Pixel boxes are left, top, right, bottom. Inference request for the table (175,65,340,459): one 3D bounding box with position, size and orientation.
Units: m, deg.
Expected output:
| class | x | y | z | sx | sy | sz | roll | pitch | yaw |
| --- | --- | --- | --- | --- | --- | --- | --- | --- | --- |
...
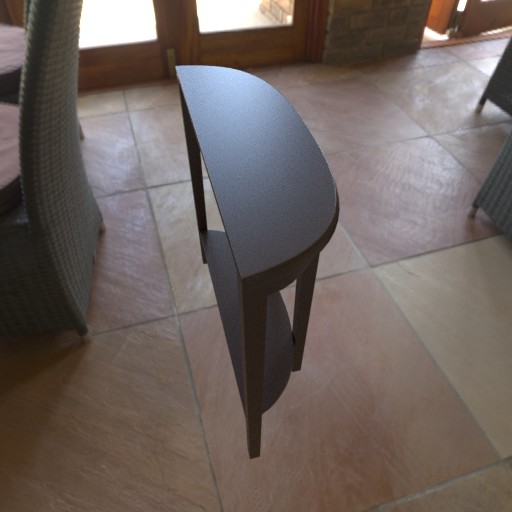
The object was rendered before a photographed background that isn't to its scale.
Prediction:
| class | x | y | z | sx | sy | sz | roll | pitch | yaw |
| --- | --- | --- | --- | --- | --- | --- | --- | --- | --- |
| table | 0.000 | 0.000 | 1.353 | 0.274 | 0.831 | 0.909 | -10 | 47 | -10 |
